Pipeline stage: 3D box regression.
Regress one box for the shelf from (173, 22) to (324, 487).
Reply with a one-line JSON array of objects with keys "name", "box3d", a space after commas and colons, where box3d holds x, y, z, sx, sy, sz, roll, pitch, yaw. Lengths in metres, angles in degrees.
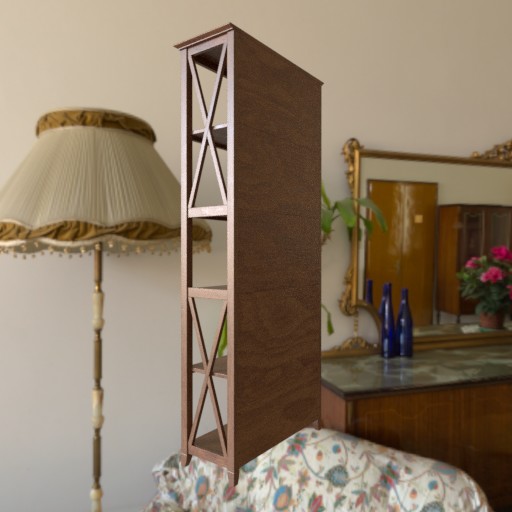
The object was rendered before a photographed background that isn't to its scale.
[{"name": "shelf", "box3d": [0.000, 0.000, 2.226, 0.335, 1.905, 0.805, 0, 0, 37]}]
